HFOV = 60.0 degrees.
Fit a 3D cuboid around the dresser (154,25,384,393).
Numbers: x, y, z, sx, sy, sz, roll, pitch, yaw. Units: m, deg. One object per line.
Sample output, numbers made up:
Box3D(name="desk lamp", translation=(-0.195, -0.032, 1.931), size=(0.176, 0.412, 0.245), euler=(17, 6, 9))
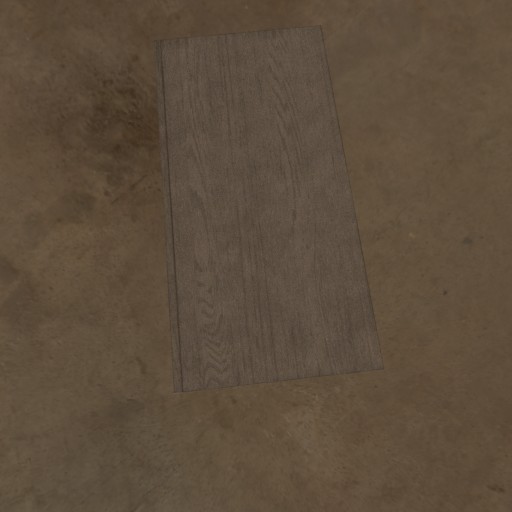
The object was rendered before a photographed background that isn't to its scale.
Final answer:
Box3D(name="dresser", translation=(0.000, 0.000, 1.759), size=(0.483, 1.295, 0.967), euler=(-6, 74, -2))
